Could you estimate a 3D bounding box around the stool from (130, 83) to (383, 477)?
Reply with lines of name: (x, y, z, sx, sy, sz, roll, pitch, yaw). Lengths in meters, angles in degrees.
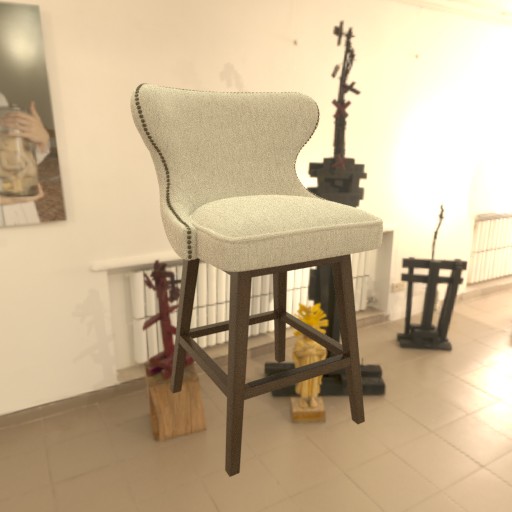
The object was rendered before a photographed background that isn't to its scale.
stool: (0.000, 0.000, 1.319, 0.615, 0.972, 0.597, -8, 17, -29)
